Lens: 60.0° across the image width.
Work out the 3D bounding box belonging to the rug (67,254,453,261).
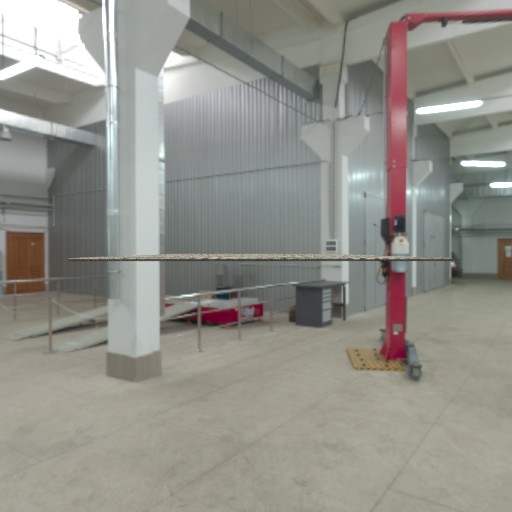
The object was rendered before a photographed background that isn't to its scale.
[{"bbox_3d":[0.000,0.000,2.953,1.517,0.011,2.435,0,1,-1],"label":"rug"}]
